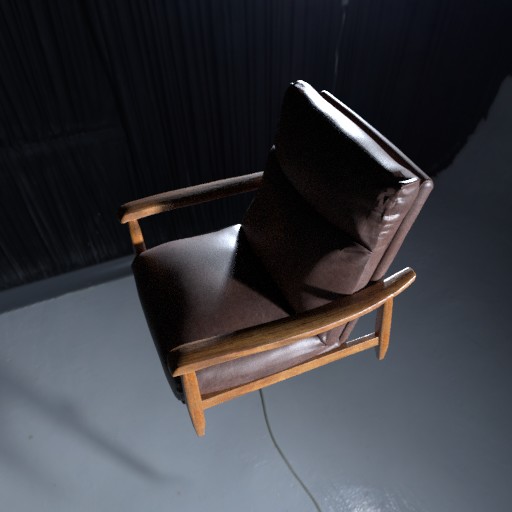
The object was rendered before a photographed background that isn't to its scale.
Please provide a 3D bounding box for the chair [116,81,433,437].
[{"bbox_3d":[0.000,0.000,1.543,0.830,0.897,0.782,-18,49,-16],"label":"chair"}]
